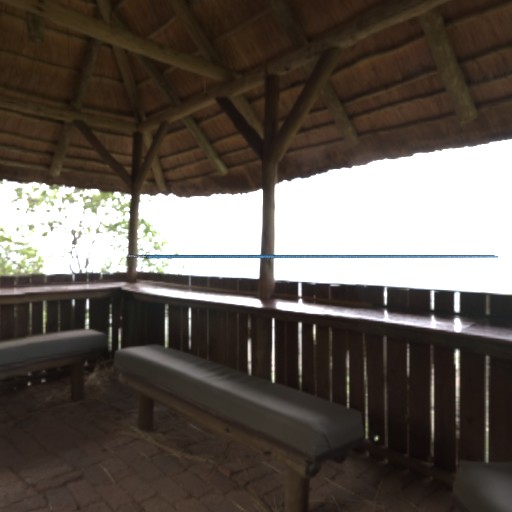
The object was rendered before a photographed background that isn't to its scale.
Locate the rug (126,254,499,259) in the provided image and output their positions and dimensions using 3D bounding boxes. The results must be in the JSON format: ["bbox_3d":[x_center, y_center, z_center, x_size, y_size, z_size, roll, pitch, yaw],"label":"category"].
[{"bbox_3d":[0.000,0.000,3.395,1.830,0.018,2.769,0,0,-18],"label":"rug"}]
